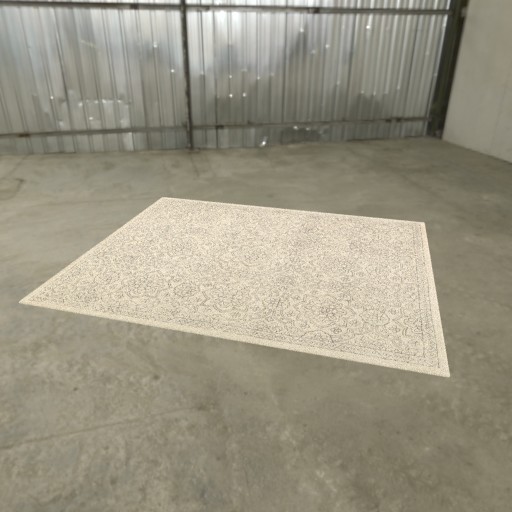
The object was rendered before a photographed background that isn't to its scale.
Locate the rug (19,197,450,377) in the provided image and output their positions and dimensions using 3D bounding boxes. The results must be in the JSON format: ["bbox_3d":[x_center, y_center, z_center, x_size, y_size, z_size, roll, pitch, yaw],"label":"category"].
[{"bbox_3d":[0.000,0.000,4.029,3.050,0.015,2.441,7,28,14],"label":"rug"}]
